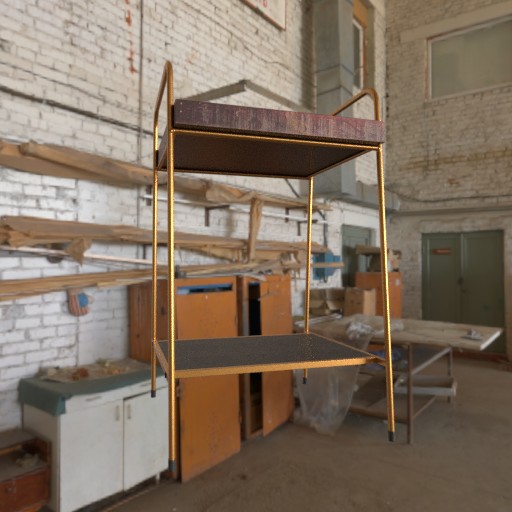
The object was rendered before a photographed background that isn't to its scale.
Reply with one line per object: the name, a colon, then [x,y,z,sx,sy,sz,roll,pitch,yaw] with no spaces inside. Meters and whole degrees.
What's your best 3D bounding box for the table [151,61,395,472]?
table: [0.000,0.000,0.990,0.430,0.710,0.430,0,-1,-17]
